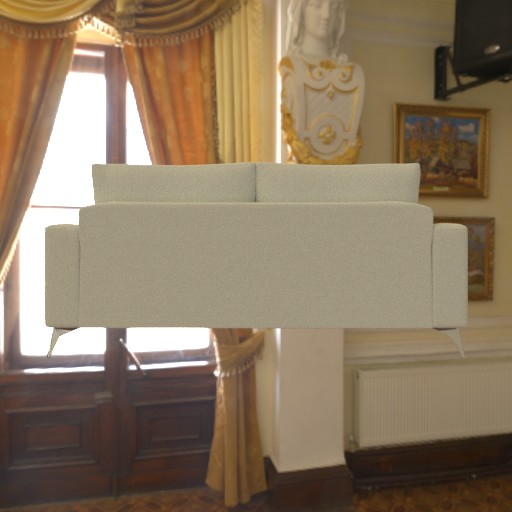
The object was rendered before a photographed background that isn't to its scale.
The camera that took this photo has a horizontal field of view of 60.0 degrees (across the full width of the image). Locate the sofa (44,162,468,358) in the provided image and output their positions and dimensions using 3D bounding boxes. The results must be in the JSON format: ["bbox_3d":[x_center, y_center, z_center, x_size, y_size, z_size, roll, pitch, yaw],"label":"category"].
[{"bbox_3d":[0.000,0.000,2.159,1.650,0.790,0.920,0,0,0],"label":"sofa"}]
